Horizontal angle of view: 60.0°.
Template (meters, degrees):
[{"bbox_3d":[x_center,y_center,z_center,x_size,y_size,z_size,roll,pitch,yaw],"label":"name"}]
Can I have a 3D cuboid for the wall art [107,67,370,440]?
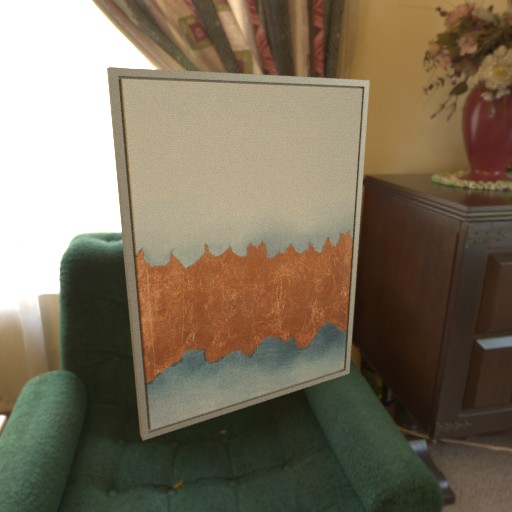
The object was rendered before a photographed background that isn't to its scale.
[{"bbox_3d":[0.000,0.000,1.373,0.789,1.042,0.034,-9,19,-27],"label":"wall art"}]
